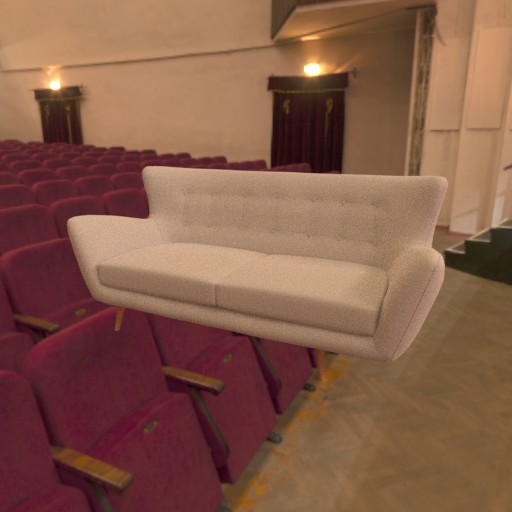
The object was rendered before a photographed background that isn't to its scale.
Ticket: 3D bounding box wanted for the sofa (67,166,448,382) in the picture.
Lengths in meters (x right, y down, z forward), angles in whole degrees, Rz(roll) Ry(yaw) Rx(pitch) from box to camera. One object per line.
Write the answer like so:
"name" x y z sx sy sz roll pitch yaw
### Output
"sofa" 0.000 0.000 2.417 1.930 0.890 0.899 7 17 26
